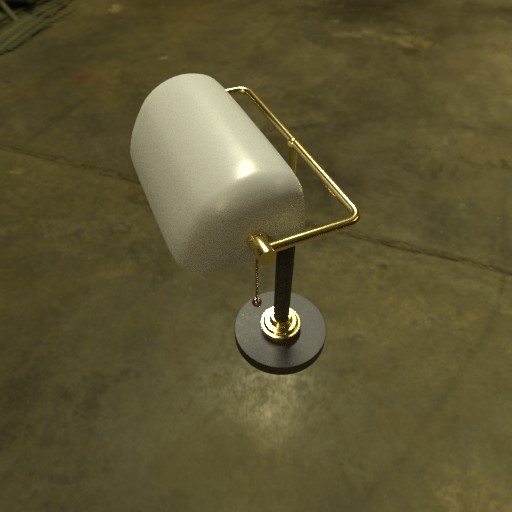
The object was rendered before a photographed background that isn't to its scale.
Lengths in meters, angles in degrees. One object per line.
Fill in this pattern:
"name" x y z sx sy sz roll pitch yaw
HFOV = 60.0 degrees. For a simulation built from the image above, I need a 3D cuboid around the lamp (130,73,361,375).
"lamp" 0.000 0.000 0.550 0.227 0.404 0.269 -18 50 -16
